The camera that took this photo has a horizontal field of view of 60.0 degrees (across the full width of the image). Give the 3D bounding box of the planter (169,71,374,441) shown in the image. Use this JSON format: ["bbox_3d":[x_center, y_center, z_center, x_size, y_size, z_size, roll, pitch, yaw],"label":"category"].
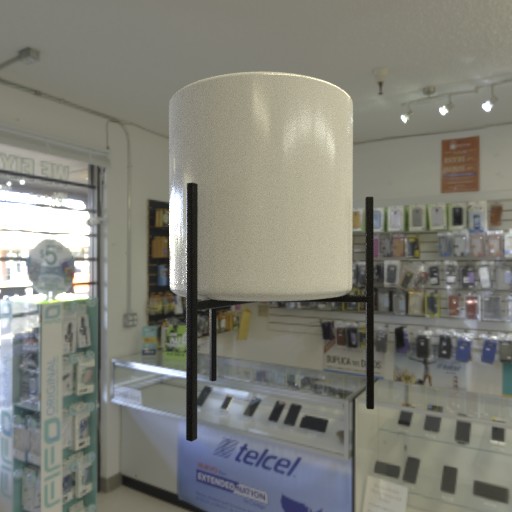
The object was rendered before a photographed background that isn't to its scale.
[{"bbox_3d":[0.000,0.000,0.525,0.239,0.356,0.239,0,-1,33],"label":"planter"}]
